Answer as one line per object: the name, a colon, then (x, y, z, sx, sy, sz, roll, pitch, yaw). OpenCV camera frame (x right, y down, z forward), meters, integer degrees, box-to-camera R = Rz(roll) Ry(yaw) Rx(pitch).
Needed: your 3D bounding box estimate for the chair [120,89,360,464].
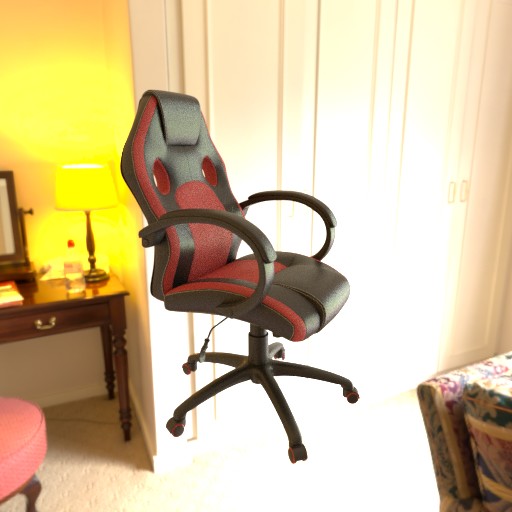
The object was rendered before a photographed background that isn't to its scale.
chair: (0.000, 0.000, 1.663, 0.783, 1.189, 0.750, 7, 16, 26)
